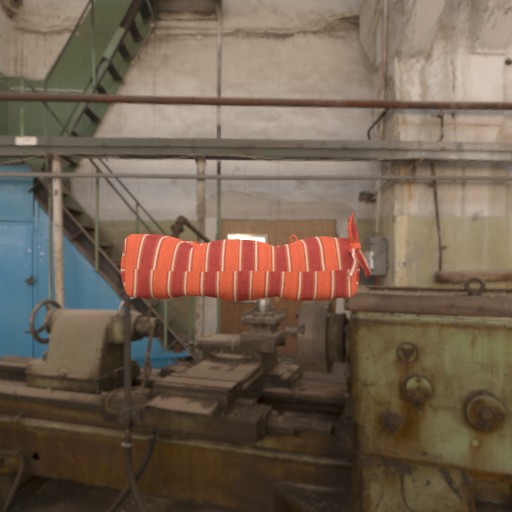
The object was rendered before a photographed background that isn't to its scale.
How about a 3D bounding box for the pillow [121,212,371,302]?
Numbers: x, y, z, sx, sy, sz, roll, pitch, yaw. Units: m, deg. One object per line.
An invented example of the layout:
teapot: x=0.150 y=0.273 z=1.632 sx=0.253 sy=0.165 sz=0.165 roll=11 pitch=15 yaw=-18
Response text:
pillow: x=0.000 y=0.000 z=1.352 sx=0.511 sy=0.174 sz=1.194 roll=0 pitch=1 yaw=0
